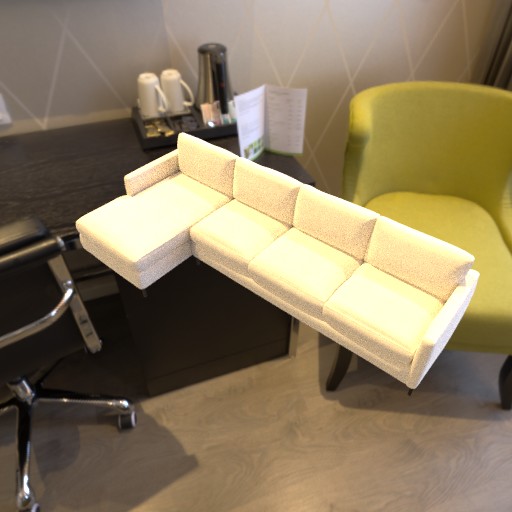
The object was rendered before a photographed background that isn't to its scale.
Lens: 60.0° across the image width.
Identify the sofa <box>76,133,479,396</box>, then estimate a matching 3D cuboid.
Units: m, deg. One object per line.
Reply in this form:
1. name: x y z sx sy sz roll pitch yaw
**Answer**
1. sofa: 0.000 0.000 3.748 3.186 0.875 1.467 29 49 28
